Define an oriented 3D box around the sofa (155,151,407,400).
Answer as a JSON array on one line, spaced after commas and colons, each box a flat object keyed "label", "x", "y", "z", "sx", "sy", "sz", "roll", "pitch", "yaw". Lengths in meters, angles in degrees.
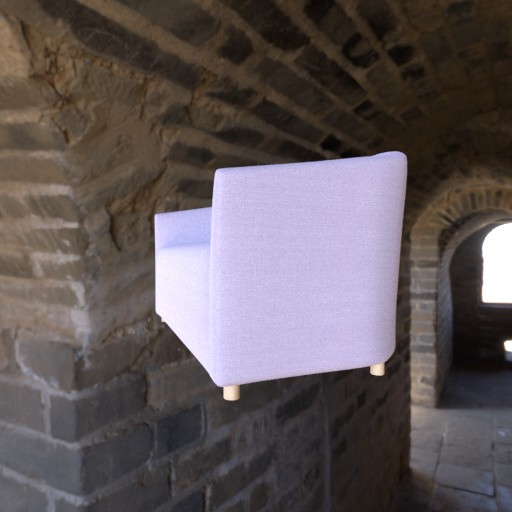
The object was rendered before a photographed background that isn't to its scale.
[{"label": "sofa", "x": 0.000, "y": 0.000, "z": 1.871, "sx": 0.705, "sy": 0.721, "sz": 1.452, "roll": 0, "pitch": 1, "yaw": -19}]
